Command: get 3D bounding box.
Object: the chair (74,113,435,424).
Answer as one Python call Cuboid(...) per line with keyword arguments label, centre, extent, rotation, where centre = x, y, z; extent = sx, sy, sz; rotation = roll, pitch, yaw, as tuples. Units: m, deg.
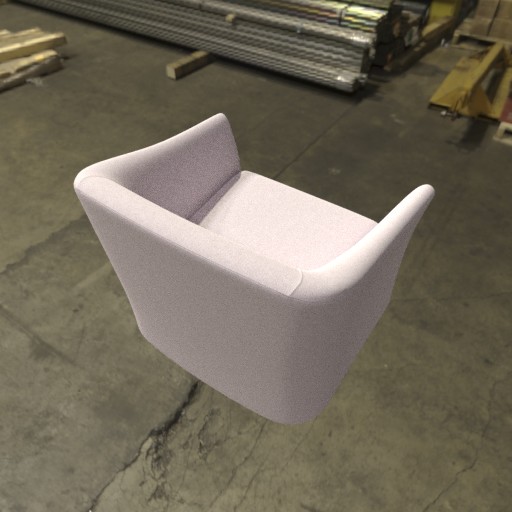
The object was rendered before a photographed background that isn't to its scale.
Cuboid(label="chair", centre=(0.000, 0.000, 1.375), extent=(0.790, 0.720, 0.700), rotation=(26, 51, 23))
